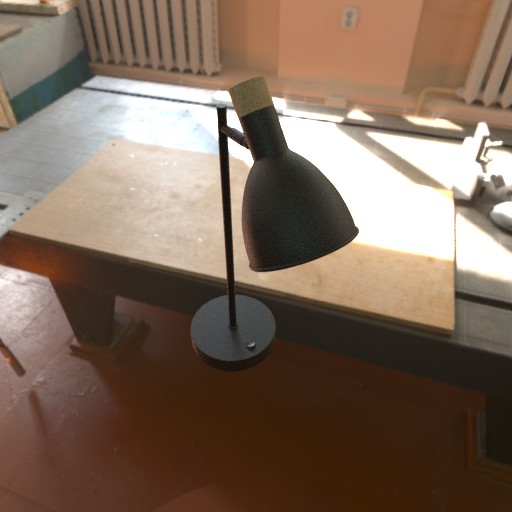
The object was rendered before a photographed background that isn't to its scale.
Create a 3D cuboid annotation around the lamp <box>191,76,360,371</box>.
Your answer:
[{"bbox_3d":[0.000,0.000,0.605,0.152,0.483,0.287,-27,48,-27],"label":"lamp"}]
